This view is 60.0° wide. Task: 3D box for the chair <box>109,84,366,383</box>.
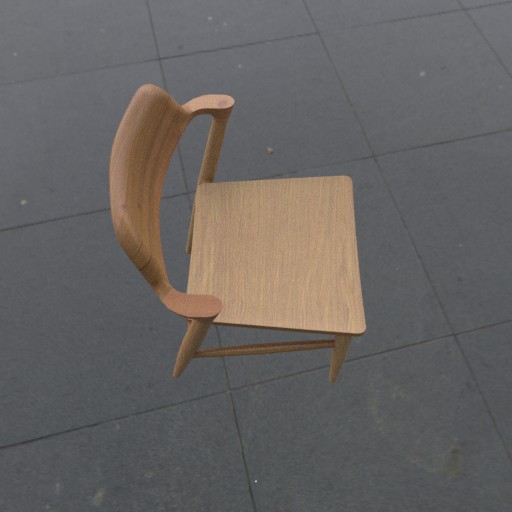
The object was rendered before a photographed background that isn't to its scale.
[{"bbox_3d":[0.000,0.000,1.100,0.499,0.792,0.512,1,63,1],"label":"chair"}]
